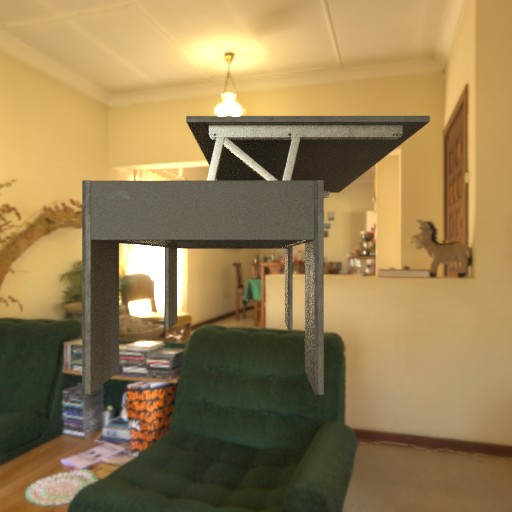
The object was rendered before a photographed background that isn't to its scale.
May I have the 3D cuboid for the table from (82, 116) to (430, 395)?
[{"bbox_3d":[0.000,0.000,1.401,0.711,0.570,1.000,0,0,0],"label":"table"}]
